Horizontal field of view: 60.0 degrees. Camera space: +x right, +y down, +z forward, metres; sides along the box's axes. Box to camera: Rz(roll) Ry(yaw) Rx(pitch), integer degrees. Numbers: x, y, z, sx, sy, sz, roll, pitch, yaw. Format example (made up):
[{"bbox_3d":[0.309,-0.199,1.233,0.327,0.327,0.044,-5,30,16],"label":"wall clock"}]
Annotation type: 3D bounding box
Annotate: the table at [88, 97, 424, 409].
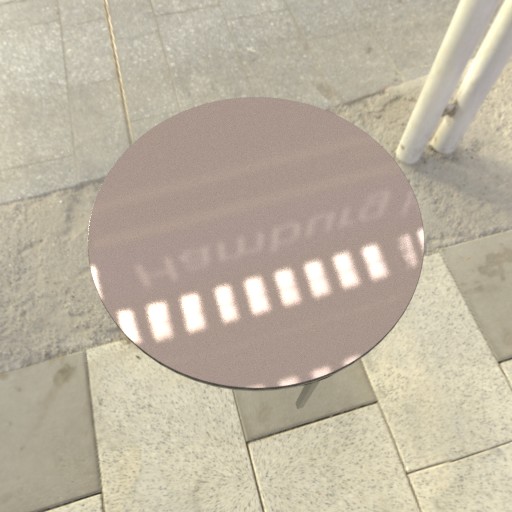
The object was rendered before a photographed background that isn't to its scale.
[{"bbox_3d":[0.000,0.000,1.242,0.800,0.400,0.800,0,63,0],"label":"table"}]
